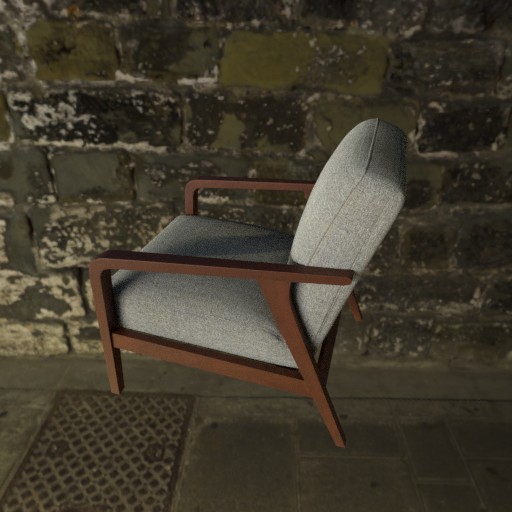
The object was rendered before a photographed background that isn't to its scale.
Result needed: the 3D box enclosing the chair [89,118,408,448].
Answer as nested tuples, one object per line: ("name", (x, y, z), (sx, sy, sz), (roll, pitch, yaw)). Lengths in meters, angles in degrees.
("chair", (0.000, 0.000, 1.482), (0.858, 0.847, 0.704), (8, 30, 14))
